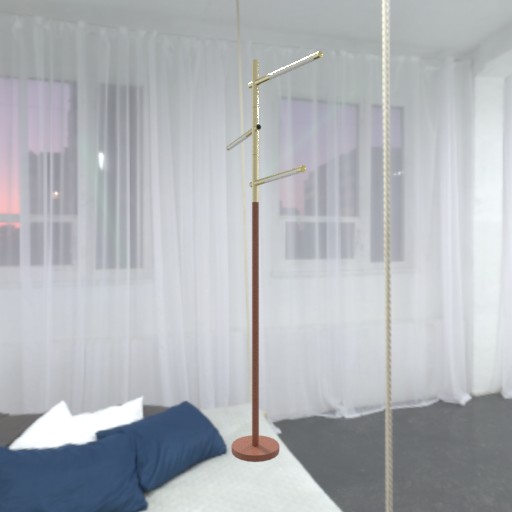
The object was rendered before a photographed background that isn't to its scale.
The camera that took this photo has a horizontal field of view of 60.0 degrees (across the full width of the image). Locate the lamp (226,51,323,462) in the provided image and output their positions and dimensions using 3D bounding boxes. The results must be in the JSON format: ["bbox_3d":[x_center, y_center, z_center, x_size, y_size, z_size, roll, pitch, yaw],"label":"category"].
[{"bbox_3d":[0.000,0.000,1.933,0.209,1.704,0.737,0,0,-36],"label":"lamp"}]
